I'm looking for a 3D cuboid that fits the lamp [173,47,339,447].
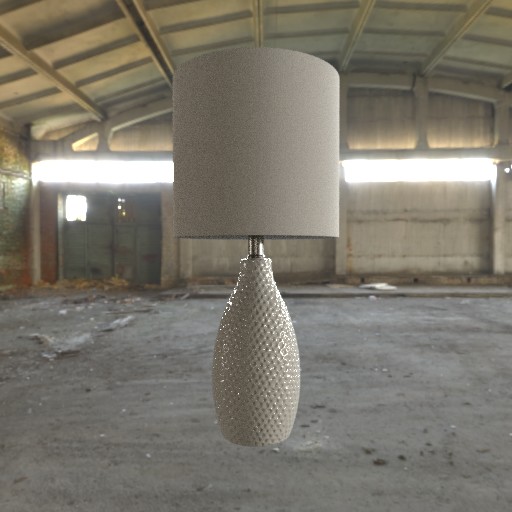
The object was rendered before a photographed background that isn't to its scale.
[{"bbox_3d":[0.000,0.000,0.584,0.214,0.466,0.214,0,1,1],"label":"lamp"}]
